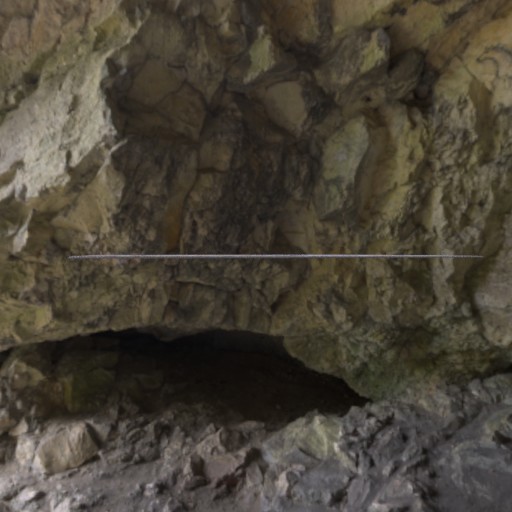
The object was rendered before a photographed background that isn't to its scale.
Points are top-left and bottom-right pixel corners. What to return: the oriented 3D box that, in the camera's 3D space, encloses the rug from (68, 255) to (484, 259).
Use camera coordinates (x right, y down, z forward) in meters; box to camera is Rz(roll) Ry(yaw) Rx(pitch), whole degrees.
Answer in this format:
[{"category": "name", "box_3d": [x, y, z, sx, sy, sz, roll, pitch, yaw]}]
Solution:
[{"category": "rug", "box_3d": [0.000, 0.000, 4.208, 3.040, 0.014, 2.423, 0, 0, -17]}]
